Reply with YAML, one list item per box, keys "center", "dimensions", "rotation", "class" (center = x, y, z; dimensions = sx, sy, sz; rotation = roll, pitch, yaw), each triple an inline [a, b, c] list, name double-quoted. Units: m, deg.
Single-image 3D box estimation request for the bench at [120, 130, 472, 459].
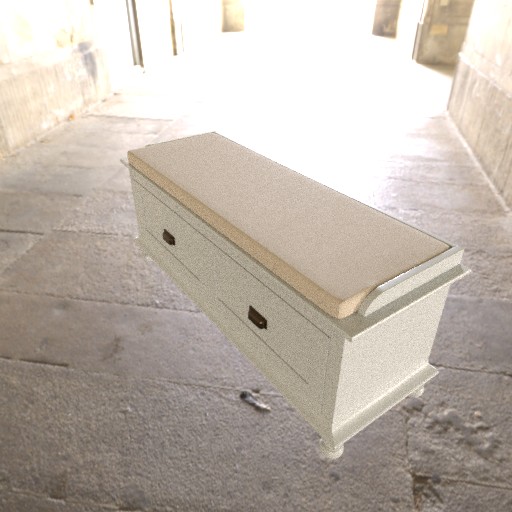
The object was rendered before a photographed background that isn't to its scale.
- center: [0.000, 0.000, 1.456]
  dimensions: [0.402, 0.486, 1.185]
  rotation: [-21, 39, -29]
  class: "bench"
